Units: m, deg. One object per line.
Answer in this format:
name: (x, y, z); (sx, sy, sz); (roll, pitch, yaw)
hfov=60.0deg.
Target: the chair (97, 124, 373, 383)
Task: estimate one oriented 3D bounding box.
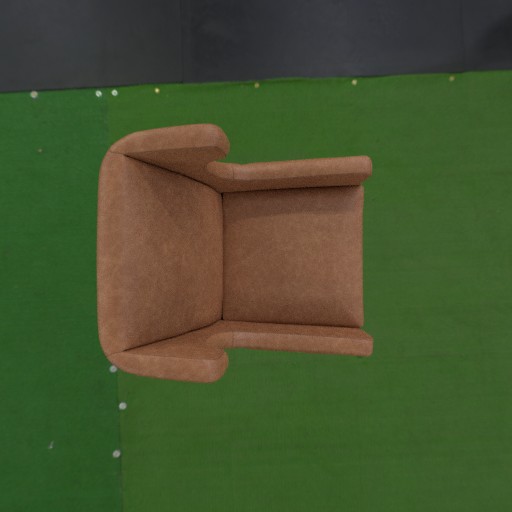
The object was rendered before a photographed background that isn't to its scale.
chair: (0.000, 0.000, 1.696); (0.899, 1.079, 0.766); (0, 89, 0)
